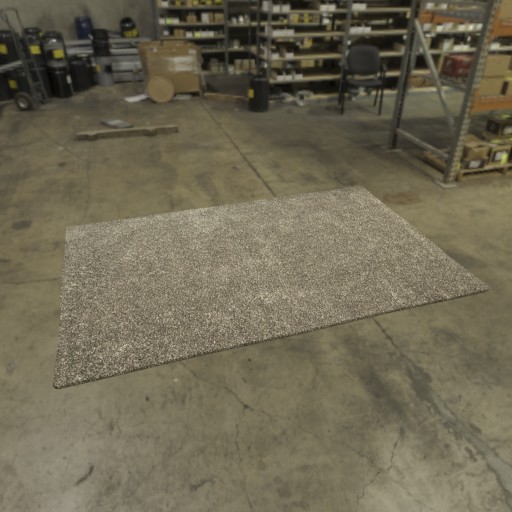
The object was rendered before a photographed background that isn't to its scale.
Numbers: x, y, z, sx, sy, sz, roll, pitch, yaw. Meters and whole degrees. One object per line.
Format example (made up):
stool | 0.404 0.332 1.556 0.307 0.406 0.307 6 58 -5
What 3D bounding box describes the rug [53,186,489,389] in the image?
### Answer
rug | 0.000 0.000 2.843 2.350 0.025 1.502 -10 34 -15
